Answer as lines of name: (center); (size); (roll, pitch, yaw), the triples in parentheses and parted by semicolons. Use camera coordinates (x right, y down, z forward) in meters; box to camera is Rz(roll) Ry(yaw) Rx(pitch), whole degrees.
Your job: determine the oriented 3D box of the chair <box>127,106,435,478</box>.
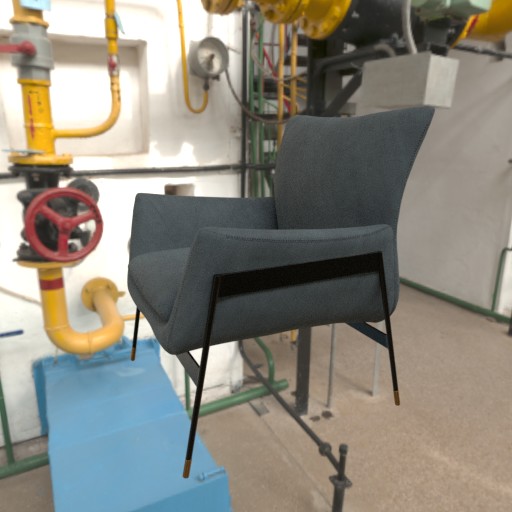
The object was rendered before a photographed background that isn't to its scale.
chair: (0.000, 0.000, 1.361); (0.709, 0.858, 0.678); (-7, 17, -25)
